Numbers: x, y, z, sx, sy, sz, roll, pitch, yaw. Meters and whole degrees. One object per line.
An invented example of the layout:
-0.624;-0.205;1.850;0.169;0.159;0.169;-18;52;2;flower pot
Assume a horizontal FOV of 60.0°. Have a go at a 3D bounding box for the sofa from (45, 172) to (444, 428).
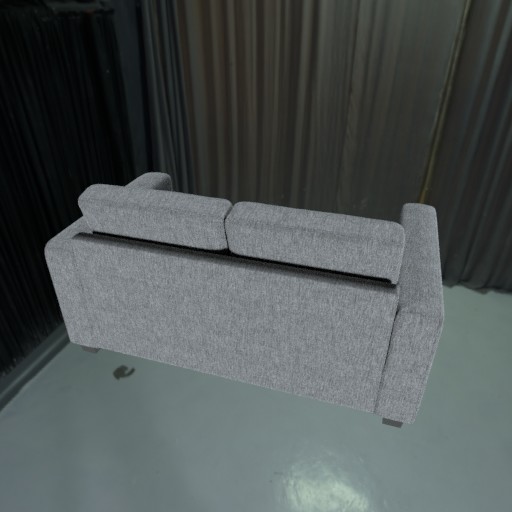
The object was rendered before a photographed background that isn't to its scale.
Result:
0.000;0.000;2.002;1.520;0.800;0.900;9;33;15;sofa
